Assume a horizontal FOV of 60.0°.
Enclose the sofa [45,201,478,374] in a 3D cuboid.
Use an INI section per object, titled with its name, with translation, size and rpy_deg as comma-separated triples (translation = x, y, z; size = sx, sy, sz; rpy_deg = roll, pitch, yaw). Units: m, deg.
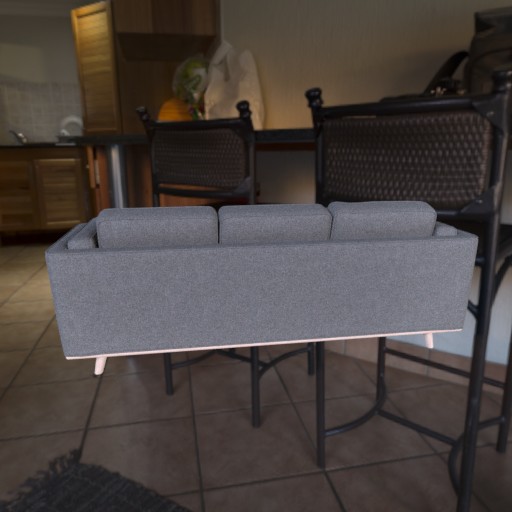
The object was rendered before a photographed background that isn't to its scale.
[sofa]
translation = 0.000, 0.000, 3.188
size = 2.411, 0.929, 1.604
rpy_deg = -2, 15, -9
